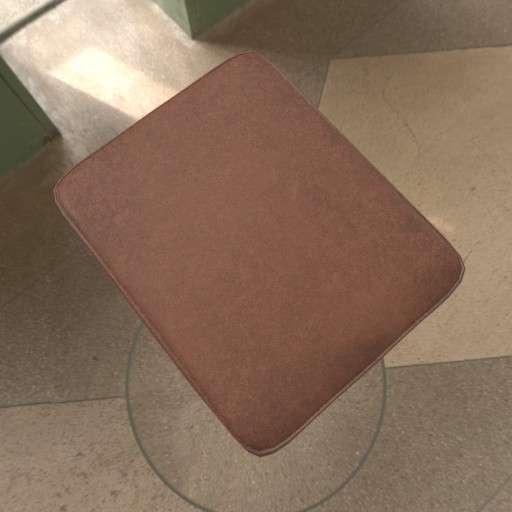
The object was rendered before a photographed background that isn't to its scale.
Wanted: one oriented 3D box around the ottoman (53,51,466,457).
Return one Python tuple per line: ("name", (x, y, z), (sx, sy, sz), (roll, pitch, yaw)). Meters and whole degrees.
("ottoman", (0.000, 0.000, 1.104), (0.589, 0.537, 0.738), (-39, 78, -10))
